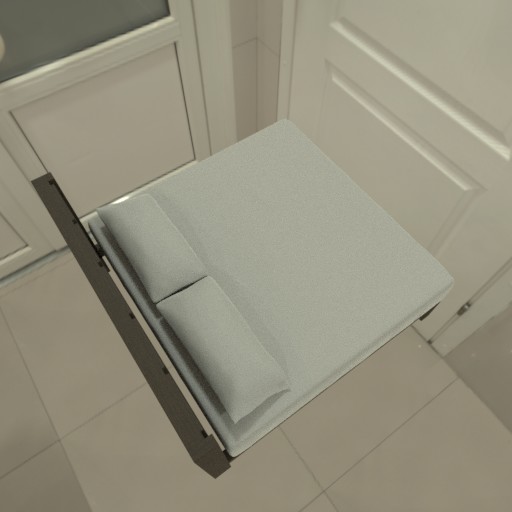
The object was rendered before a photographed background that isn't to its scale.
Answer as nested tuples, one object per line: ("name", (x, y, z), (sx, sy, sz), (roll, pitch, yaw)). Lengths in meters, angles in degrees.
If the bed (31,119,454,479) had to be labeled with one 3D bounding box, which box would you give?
("bed", (0.000, 0.000, 3.441), (2.238, 1.261, 2.143), (-32, 65, -17))
